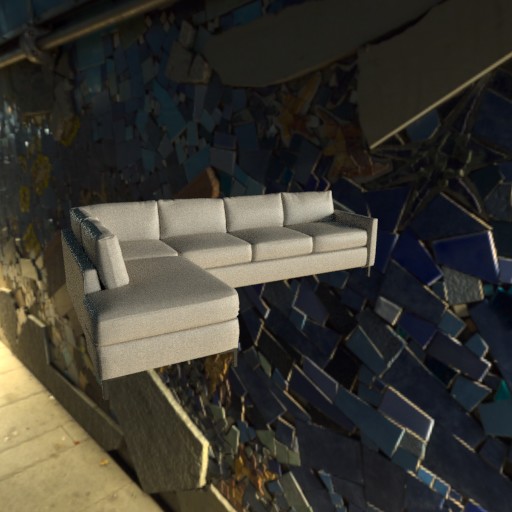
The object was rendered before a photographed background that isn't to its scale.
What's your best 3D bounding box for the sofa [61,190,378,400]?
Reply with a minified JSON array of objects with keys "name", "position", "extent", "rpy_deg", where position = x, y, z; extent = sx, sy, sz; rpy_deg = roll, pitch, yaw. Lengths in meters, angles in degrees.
[{"name":"sofa","position":[0.000,0.000,3.103],"extent":[2.423,0.703,1.617],"rpy_deg":[-8,16,-27]}]
